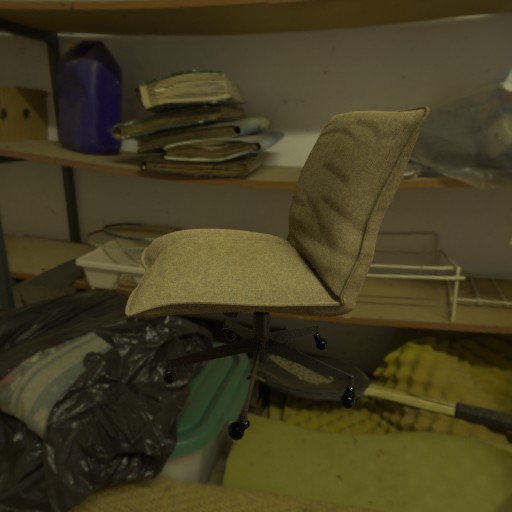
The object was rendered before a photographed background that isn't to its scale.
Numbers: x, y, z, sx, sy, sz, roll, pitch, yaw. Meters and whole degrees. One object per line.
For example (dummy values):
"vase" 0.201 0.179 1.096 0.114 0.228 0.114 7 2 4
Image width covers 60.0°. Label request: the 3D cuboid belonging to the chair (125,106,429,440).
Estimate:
"chair" 0.000 0.000 1.294 0.696 0.811 0.597 -2 17 -8
